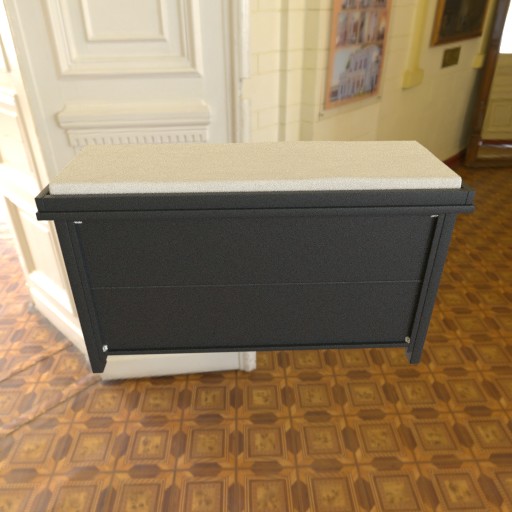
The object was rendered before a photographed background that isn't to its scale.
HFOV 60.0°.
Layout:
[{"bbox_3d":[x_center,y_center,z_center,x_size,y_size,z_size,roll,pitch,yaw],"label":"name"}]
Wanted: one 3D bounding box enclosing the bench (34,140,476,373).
[{"bbox_3d":[0.000,0.000,1.238,0.973,0.561,0.345,-1,31,-2],"label":"bench"}]
